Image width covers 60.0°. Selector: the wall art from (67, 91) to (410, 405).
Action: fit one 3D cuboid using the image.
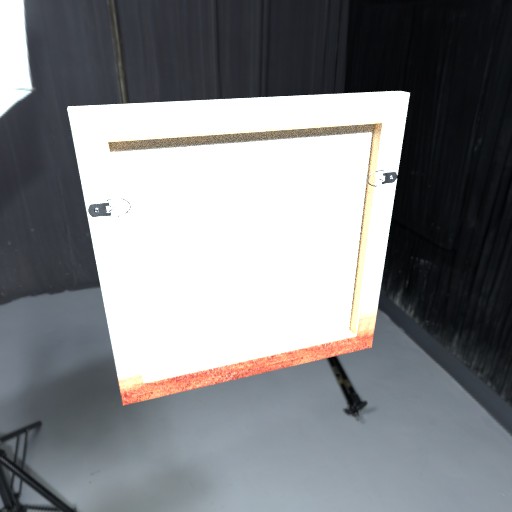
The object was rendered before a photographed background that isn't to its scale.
[{"bbox_3d":[0.000,0.000,1.129,0.760,0.760,0.042,-9,28,-16],"label":"wall art"}]
